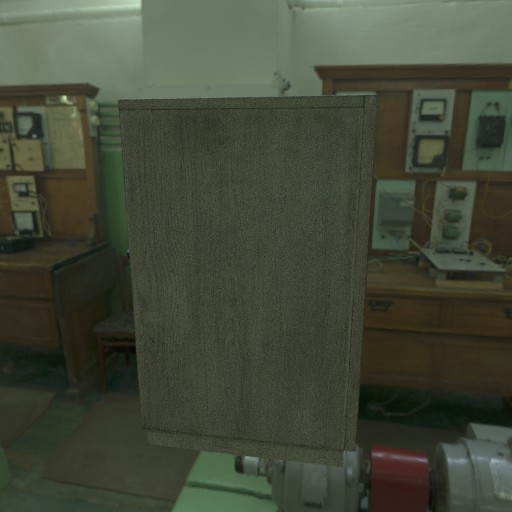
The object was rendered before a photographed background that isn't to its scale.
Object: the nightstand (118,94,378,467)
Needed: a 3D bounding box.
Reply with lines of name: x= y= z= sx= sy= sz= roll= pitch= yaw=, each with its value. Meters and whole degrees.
nightstand: x=0.000 y=0.000 z=1.082 sx=0.483 sy=0.673 sz=0.612 roll=2 pitch=14 yaw=9
